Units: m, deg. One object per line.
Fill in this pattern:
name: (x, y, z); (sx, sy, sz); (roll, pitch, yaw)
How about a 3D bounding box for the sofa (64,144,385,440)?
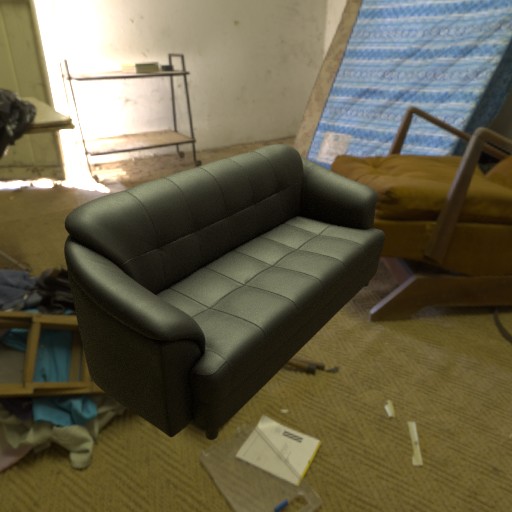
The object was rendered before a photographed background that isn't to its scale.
sofa: (0.000, 0.000, 2.267); (0.800, 0.811, 1.829); (18, 31, 32)
